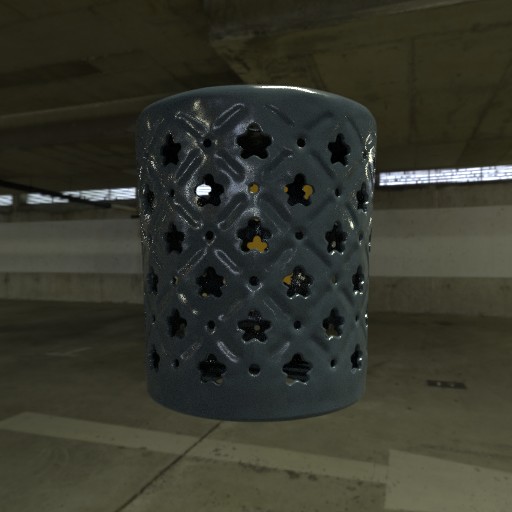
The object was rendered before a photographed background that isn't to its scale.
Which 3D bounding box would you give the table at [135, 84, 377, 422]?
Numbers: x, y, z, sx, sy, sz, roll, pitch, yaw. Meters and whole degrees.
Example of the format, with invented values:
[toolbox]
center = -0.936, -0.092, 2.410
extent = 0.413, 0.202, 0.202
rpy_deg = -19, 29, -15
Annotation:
[table]
center = 0.000, 0.000, 0.662
extent = 0.352, 0.387, 0.352
rpy_deg = 0, -1, 0
